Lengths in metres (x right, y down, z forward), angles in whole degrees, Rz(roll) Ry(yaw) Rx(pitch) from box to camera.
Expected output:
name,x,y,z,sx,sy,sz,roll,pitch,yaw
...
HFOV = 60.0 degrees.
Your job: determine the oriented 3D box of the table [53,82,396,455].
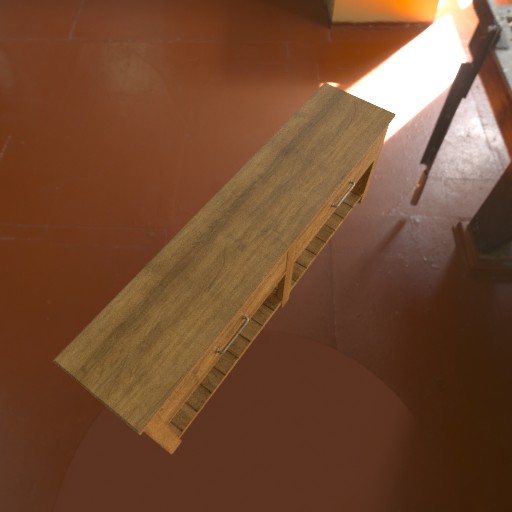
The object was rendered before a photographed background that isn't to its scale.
name,x,y,z,sx,sy,sz,roll,pitch,yaw
table,0.000,0.000,2.115,0.425,0.635,1.815,32,64,18
